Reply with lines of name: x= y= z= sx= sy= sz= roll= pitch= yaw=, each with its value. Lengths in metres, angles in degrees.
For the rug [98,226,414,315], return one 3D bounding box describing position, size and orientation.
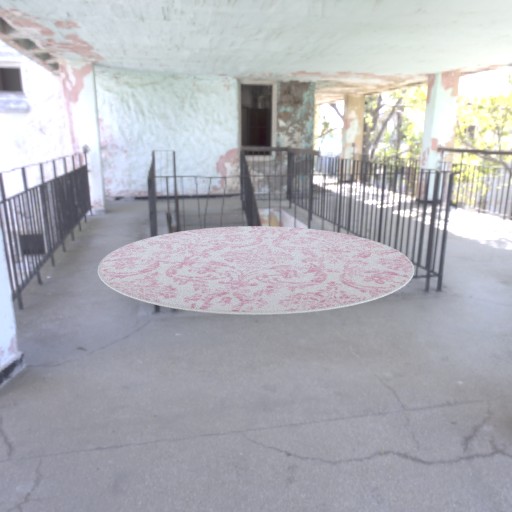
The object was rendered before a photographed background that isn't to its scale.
rug: x=0.000 y=0.000 z=2.359 sx=1.593 sy=0.012 sz=1.593 roll=0 pitch=15 yaw=0
